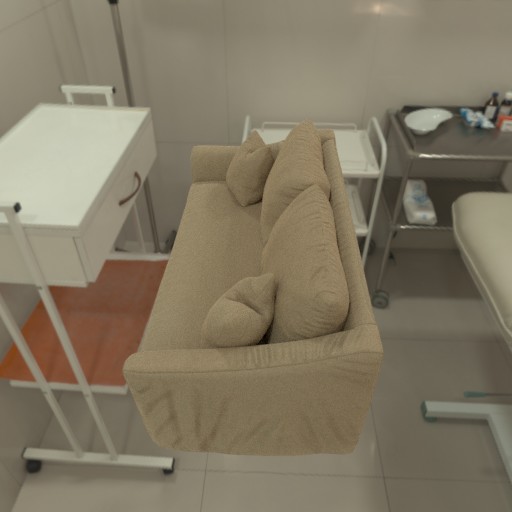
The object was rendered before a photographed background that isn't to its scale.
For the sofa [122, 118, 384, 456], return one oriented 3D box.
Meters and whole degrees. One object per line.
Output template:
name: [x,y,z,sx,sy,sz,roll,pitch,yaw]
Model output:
sofa: [0.000,0.000,2.659,1.072,1.018,2.010,1,40,2]
